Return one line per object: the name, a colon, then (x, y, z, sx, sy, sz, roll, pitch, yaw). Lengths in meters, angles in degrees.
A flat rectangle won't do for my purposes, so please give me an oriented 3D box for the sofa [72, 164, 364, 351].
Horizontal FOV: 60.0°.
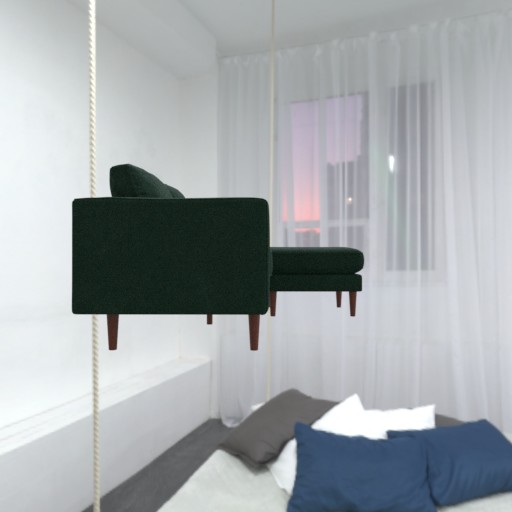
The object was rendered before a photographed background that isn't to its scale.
sofa: (0.000, 0.000, 2.916, 1.580, 0.899, 2.030, 0, 0, 1)
